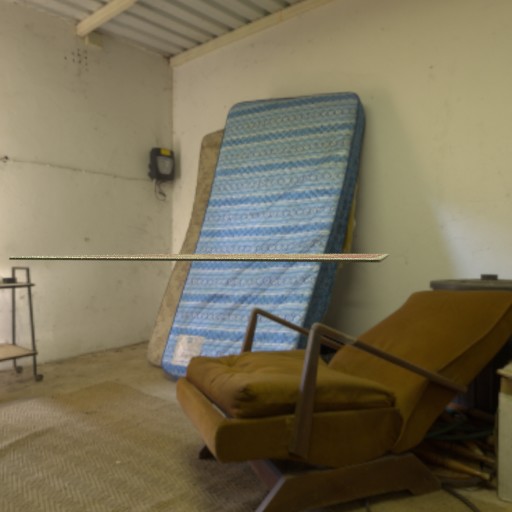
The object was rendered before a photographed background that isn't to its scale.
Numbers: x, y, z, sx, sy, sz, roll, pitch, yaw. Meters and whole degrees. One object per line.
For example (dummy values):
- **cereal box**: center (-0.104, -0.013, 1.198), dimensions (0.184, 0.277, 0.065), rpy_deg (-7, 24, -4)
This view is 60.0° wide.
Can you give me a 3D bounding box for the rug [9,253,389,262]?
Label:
- **rug**: center (0.000, 0.000, 2.154), dimensions (1.217, 0.011, 1.747), rpy_deg (0, 1, 17)
